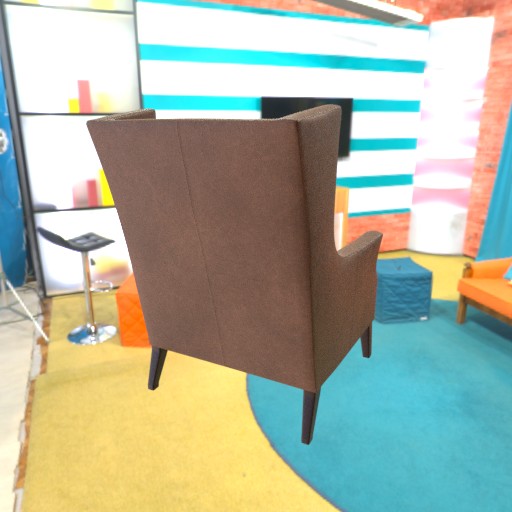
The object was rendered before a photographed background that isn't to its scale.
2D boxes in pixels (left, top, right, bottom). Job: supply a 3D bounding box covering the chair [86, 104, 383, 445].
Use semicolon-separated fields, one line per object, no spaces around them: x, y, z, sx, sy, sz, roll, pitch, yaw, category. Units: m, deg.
0.000;0.000;1.721;0.815;1.088;0.913;9;18;27;chair
